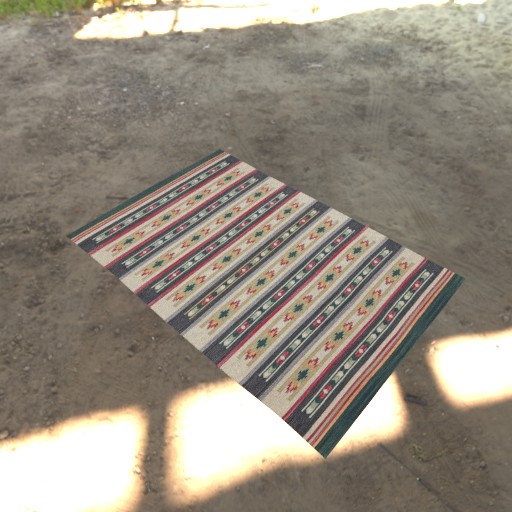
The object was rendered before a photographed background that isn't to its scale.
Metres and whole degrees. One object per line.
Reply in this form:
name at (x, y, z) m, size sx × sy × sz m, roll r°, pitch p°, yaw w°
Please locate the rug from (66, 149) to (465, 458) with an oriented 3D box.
rug at (0.000, 0.000, 2.406) m, size 1.825 × 0.009 × 1.221 m, roll 33°, pitch 54°, yaw 28°
